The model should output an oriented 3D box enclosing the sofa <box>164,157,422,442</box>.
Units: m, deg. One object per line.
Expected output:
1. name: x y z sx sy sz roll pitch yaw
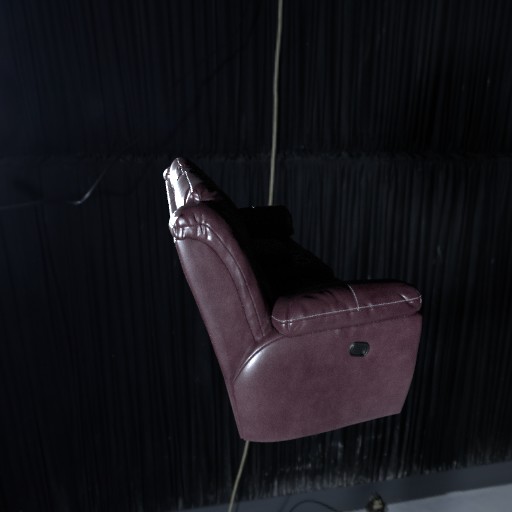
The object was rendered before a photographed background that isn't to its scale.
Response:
1. sofa: 0.000 0.000 2.579 0.991 1.043 2.058 -3 16 -11
